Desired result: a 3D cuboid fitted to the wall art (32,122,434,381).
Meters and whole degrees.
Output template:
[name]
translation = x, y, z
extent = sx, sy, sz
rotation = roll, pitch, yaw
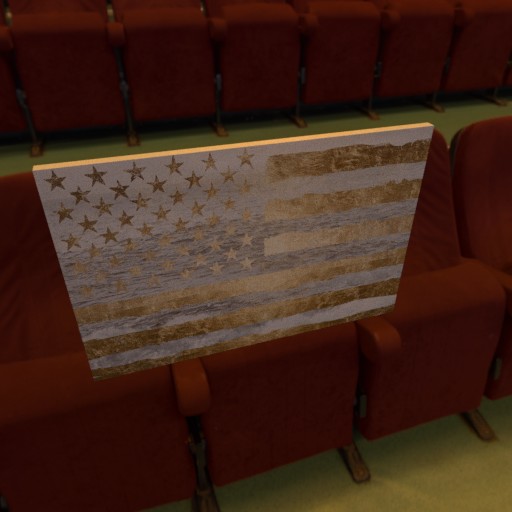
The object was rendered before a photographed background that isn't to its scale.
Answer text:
[wall art]
translation = 0.000, 0.000, 1.169
extent = 0.932, 0.610, 0.027
rotation = -10, 35, -15
